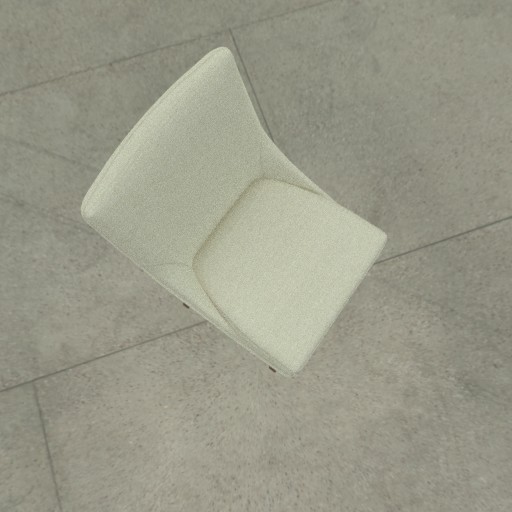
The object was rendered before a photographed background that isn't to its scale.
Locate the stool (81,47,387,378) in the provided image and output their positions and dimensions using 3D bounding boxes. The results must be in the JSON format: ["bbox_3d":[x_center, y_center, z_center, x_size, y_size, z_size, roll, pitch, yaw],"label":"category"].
[{"bbox_3d":[0.000,0.000,1.298,0.559,0.991,0.469,35,79,8],"label":"stool"}]
